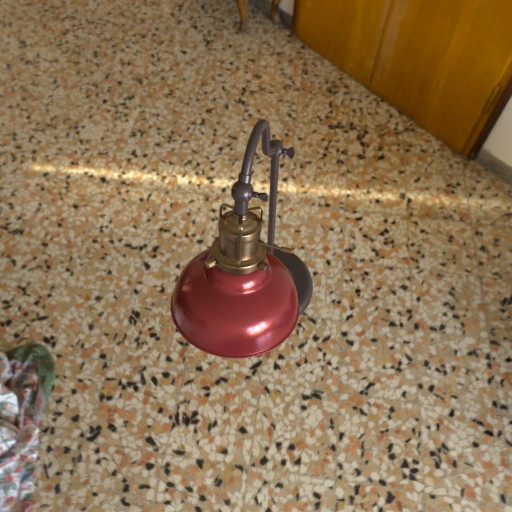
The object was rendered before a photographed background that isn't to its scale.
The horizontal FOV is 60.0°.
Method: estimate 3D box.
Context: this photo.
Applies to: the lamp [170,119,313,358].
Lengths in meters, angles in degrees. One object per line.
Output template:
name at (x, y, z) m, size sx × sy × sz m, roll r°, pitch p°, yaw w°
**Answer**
lamp at (0.000, 0.000, 0.699) m, size 0.192 × 0.508 × 0.374 m, roll 14°, pitch 58°, yaw 9°
